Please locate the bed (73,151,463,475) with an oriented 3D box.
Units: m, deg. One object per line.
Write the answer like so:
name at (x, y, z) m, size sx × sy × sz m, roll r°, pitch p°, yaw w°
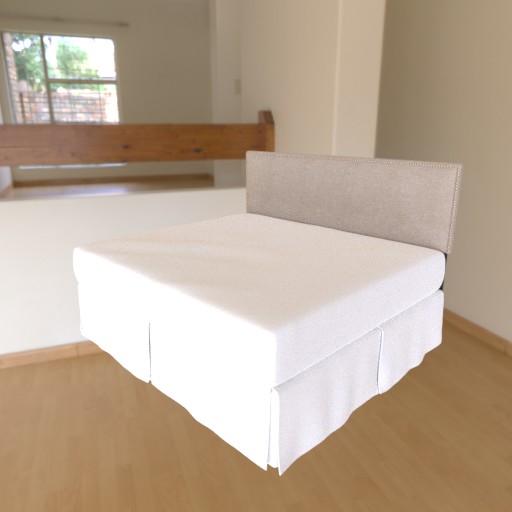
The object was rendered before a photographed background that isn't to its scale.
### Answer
bed at (0.000, 0.000, 3.250) m, size 2.170 × 1.346 × 1.914 m, roll 16°, pitch 23°, yaw 42°
